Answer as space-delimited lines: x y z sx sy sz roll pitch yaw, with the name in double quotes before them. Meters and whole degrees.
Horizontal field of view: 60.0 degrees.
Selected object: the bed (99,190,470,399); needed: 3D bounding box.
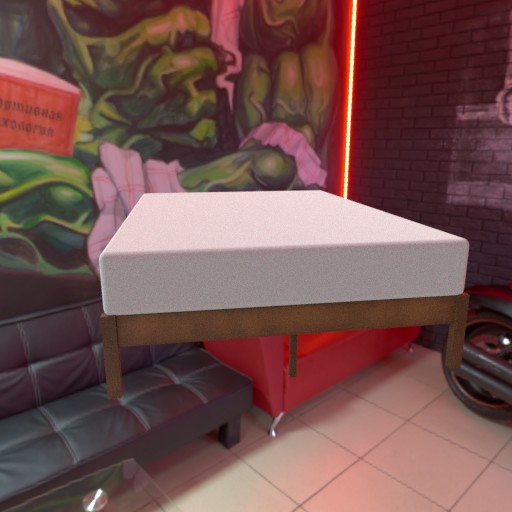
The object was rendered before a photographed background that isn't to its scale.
"bed" 0.000 0.000 2.778 1.529 0.593 2.050 -2 14 -9
